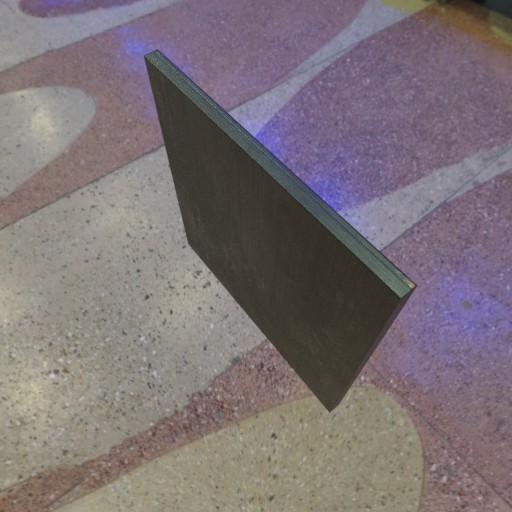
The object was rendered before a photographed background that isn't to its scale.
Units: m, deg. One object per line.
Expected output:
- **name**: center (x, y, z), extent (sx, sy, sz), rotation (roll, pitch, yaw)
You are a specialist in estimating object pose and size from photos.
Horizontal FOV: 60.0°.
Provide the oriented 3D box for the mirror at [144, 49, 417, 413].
- **mirror**: center (0.000, 0.000, 0.578), extent (0.020, 0.381, 0.382), rotation (-34, 64, -19)
